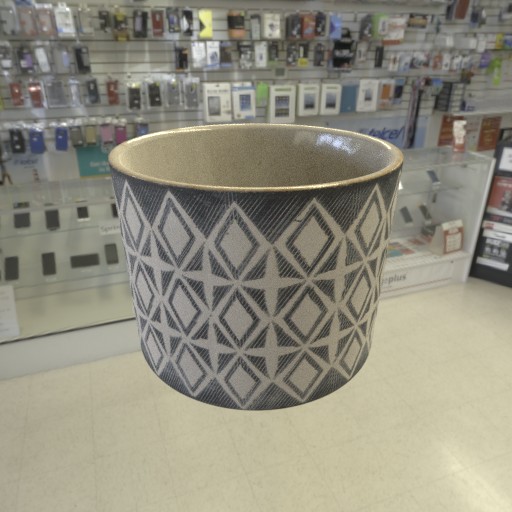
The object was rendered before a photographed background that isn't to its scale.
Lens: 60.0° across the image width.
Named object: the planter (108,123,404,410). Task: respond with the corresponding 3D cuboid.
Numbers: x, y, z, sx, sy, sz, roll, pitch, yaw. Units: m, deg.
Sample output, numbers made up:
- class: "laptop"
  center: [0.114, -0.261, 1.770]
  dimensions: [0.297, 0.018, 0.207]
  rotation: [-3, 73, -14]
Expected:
- class: "planter"
  center: [0.000, 0.000, 0.336]
  dimensions: [0.192, 0.165, 0.192]
  rotation: [0, 26, 0]
